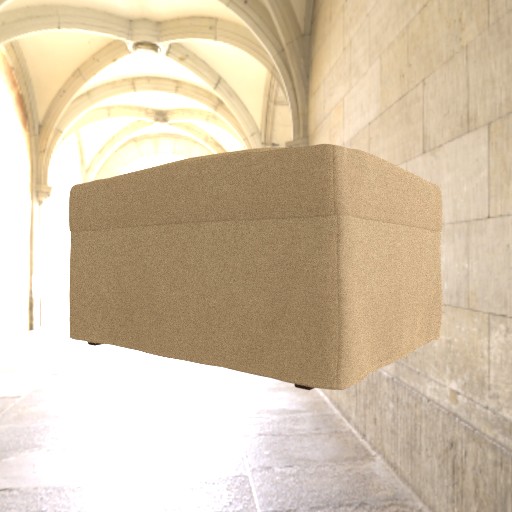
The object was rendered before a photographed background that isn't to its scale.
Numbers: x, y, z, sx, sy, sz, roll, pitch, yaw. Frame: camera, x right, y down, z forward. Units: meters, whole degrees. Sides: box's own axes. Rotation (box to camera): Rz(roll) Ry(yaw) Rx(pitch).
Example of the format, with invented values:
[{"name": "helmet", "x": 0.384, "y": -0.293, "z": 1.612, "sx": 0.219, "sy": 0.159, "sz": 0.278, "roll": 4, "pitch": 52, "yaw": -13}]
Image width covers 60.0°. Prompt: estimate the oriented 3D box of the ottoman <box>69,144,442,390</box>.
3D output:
[{"name": "ottoman", "x": 0.000, "y": 0.000, "z": 1.226, "sx": 0.833, "sy": 0.485, "sz": 0.650, "roll": 0, "pitch": 0, "yaw": 37}]
